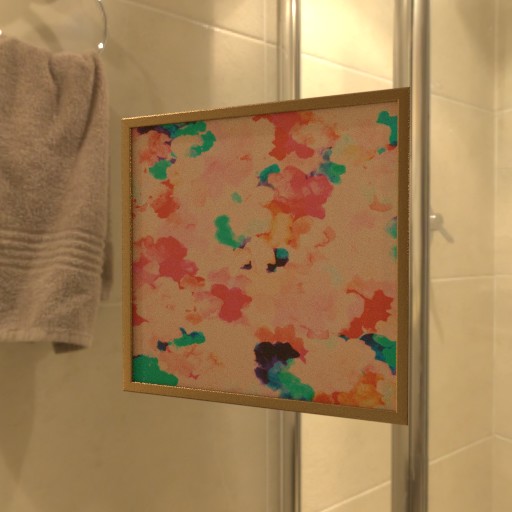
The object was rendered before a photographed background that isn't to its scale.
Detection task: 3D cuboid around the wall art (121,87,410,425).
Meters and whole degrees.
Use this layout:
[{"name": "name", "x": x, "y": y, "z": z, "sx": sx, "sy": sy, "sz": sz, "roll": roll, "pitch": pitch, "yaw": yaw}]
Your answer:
[{"name": "wall art", "x": 0.000, "y": 0.000, "z": 0.465, "sx": 0.304, "sy": 0.305, "sz": 0.038, "roll": 0, "pitch": 1, "yaw": 19}]
